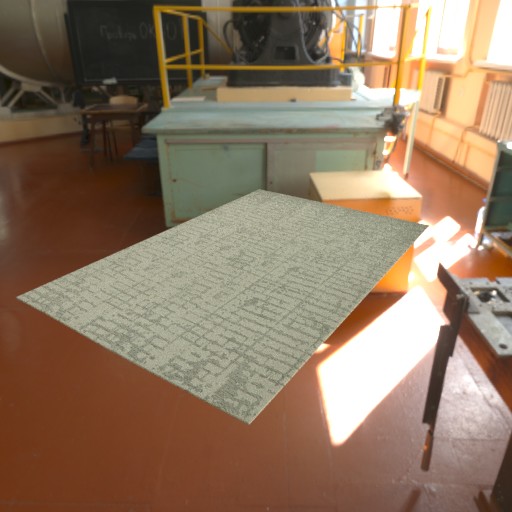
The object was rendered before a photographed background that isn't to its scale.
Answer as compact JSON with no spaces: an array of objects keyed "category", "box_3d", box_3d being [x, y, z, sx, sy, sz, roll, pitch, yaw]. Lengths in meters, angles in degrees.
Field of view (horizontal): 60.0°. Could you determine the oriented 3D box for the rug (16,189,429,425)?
[{"category":"rug","box_3d":[0.000,0.000,2.239,1.211,0.007,1.827,17,31,31]}]
